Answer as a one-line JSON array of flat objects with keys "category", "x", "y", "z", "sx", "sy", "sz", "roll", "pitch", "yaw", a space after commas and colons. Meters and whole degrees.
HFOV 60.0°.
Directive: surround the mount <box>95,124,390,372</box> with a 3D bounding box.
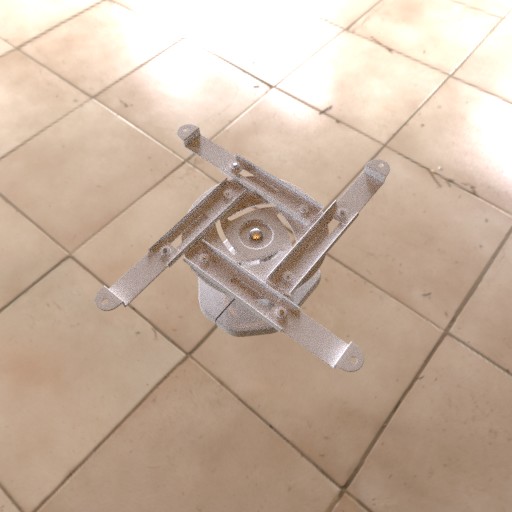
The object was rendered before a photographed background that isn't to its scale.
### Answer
[{"category": "mount", "x": 0.000, "y": 0.000, "z": 0.614, "sx": 0.394, "sy": 0.141, "sz": 0.394, "roll": 34, "pitch": 65, "yaw": 19}]
